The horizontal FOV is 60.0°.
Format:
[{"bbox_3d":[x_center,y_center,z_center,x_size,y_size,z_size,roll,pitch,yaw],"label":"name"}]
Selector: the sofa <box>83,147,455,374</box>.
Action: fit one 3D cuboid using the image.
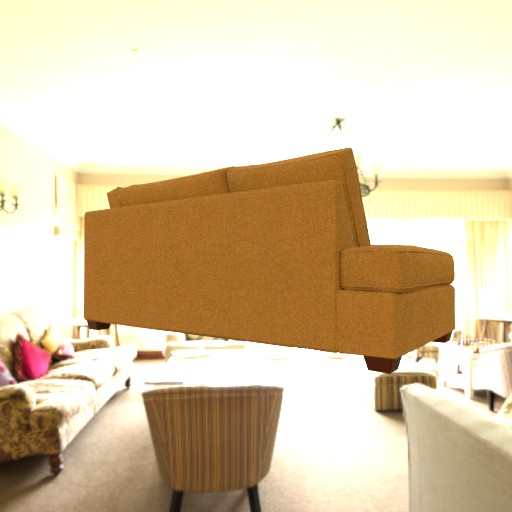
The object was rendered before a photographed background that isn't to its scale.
[{"bbox_3d":[0.000,0.000,2.876,2.238,1.019,1.110,-1,-2,37],"label":"sofa"}]
